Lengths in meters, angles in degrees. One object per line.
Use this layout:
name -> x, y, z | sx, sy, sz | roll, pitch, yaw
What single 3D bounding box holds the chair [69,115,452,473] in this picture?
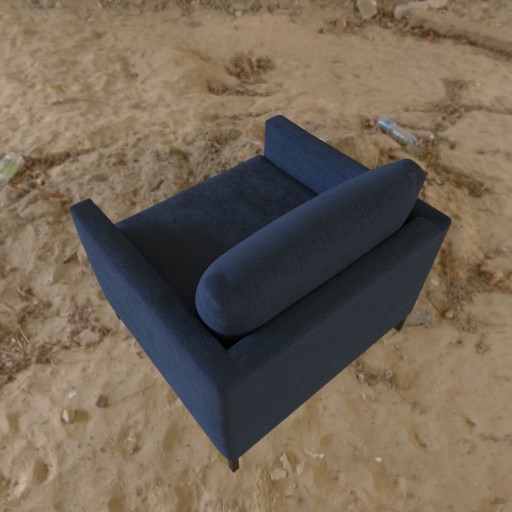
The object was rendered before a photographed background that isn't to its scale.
chair -> 0.000, 0.000, 1.601 | 0.964, 0.812, 0.875 | -31, 55, -26
